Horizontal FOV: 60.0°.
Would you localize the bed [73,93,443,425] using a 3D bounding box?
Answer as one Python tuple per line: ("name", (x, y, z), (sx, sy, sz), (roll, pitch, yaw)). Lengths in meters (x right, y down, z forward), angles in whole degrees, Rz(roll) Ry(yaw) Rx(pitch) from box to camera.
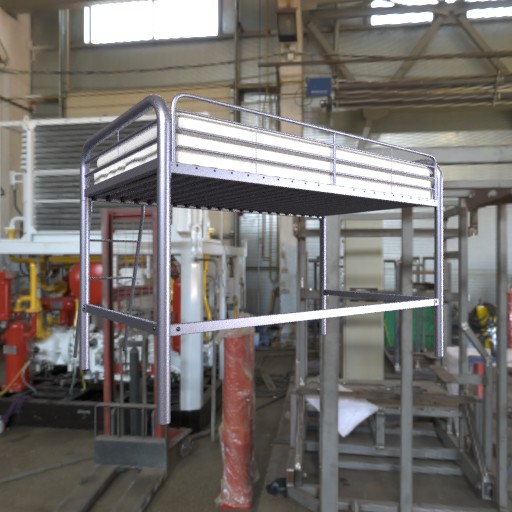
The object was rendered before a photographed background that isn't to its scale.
("bed", (0.000, 0.000, 2.817), (1.965, 1.288, 1.415), (0, 0, -37))
